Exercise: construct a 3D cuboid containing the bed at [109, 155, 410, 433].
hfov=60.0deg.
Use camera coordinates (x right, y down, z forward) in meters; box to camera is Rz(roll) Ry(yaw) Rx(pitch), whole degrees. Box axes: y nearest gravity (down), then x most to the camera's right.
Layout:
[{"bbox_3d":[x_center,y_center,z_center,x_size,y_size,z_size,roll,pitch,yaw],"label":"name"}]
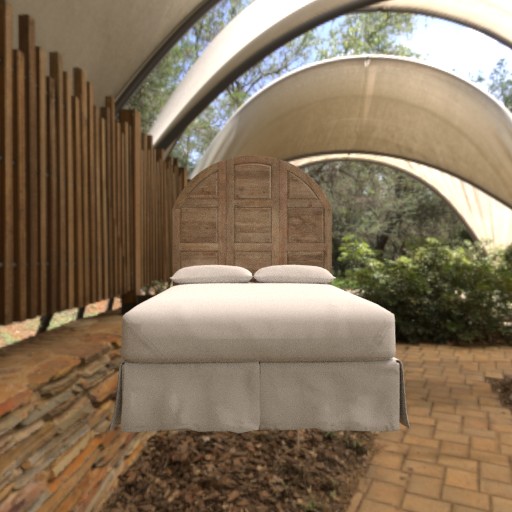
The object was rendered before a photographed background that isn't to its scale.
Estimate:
[{"bbox_3d":[0.000,0.000,3.509,1.713,2.002,2.112,0,1,-2],"label":"bed"}]
